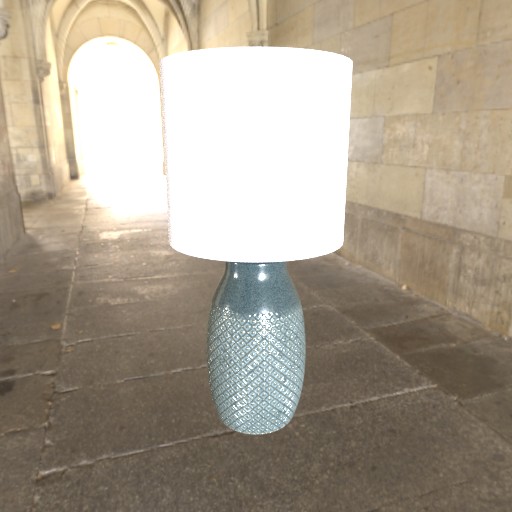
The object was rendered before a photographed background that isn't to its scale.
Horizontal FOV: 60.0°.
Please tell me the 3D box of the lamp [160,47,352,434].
[{"bbox_3d":[0.000,0.000,0.567,0.217,0.453,0.217,7,17,25],"label":"lamp"}]
